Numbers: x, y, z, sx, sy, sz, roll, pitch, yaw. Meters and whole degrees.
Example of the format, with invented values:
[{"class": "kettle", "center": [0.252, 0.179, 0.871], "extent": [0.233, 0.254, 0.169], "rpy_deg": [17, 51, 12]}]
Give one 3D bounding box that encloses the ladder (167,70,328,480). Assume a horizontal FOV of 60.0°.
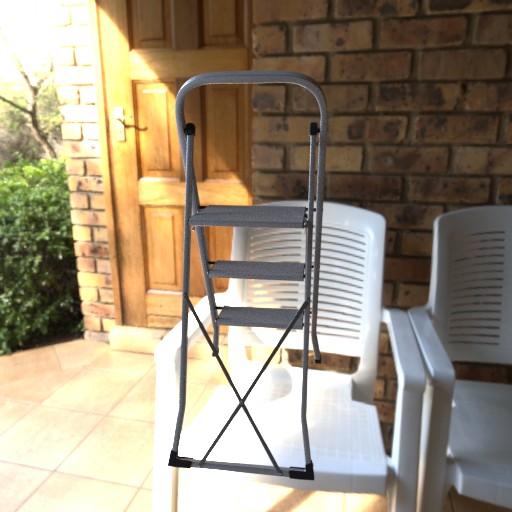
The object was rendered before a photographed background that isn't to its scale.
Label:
[{"class": "ladder", "center": [0.000, 0.000, 1.425], "extent": [0.465, 1.070, 0.704], "rpy_deg": [2, 15, 7]}]
